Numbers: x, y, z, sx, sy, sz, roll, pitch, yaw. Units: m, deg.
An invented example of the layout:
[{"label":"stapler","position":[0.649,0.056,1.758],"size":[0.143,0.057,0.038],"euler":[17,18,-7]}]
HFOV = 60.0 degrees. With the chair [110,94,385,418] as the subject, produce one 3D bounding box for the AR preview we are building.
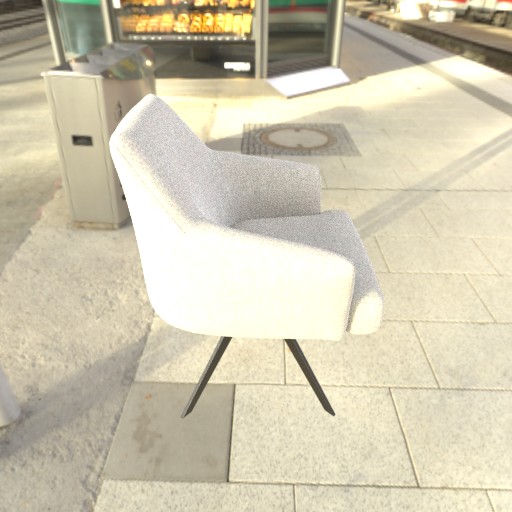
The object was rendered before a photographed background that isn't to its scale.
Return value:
[{"label":"chair","position":[0.000,0.000,1.353],"size":[0.677,0.874,0.642],"euler":[0,32,-1]}]
